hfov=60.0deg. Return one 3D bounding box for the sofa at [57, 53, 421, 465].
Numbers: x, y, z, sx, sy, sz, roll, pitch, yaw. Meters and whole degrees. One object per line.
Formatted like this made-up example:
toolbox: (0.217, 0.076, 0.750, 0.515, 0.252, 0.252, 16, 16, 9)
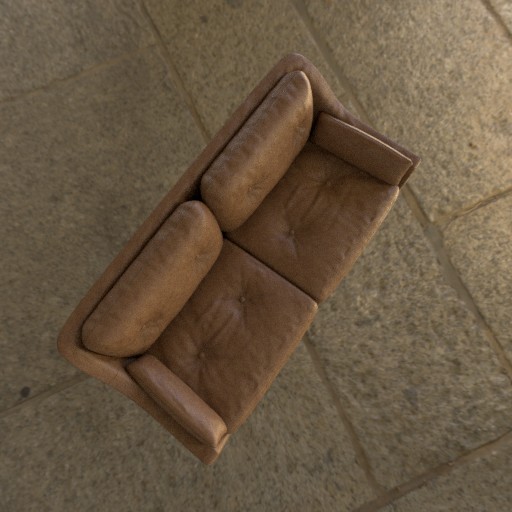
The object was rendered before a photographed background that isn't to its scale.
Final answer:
sofa: (0.000, 0.000, 2.349, 0.904, 0.839, 1.902, 35, 79, 8)
